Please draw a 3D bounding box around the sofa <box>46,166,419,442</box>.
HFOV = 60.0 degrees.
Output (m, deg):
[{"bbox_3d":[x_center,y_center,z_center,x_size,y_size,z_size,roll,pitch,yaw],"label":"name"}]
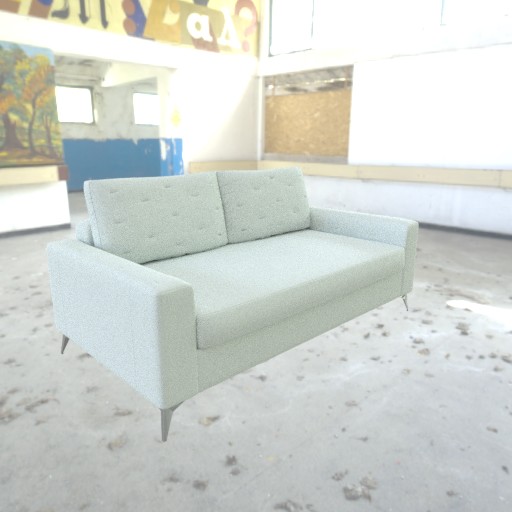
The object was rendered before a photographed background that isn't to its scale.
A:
[{"bbox_3d":[0.000,0.000,2.163,1.650,0.790,0.920,-14,20,-42],"label":"sofa"}]
